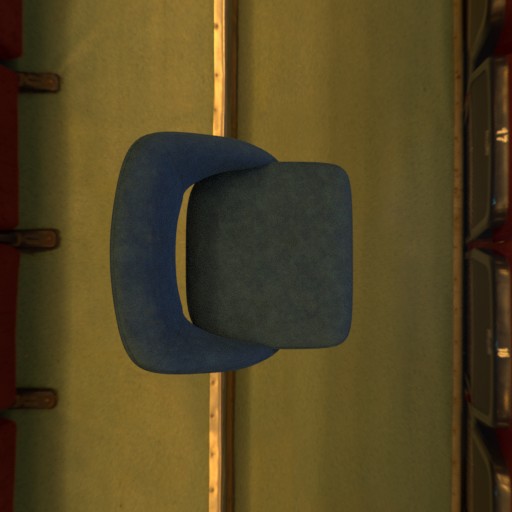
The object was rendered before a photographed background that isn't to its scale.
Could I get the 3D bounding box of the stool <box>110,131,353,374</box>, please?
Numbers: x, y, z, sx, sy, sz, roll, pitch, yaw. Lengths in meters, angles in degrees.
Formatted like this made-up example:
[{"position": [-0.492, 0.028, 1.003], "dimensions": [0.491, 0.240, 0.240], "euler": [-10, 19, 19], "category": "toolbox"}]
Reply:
[{"position": [0.000, 0.000, 1.243], "dimensions": [0.524, 0.925, 0.536], "euler": [0, 89, 1], "category": "stool"}]
